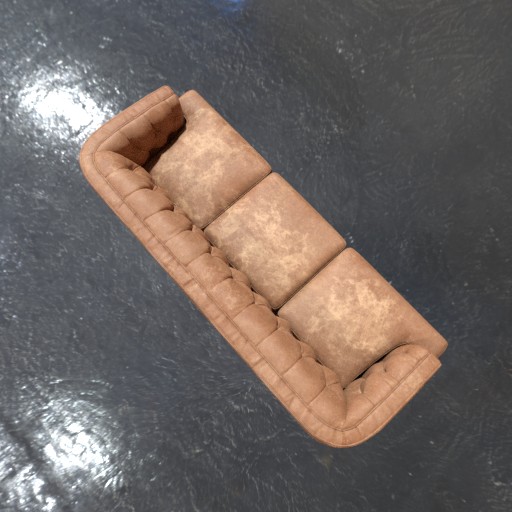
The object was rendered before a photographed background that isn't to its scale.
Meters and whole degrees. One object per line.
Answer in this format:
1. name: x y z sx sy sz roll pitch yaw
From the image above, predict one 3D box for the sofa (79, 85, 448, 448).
1. sofa: 0.000 0.000 2.654 0.922 0.791 2.257 -41 79 -10
